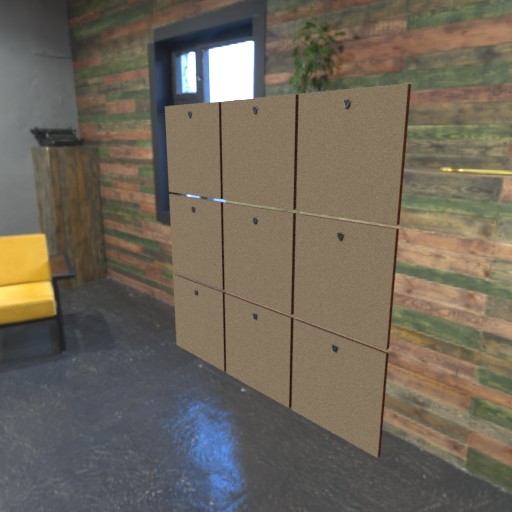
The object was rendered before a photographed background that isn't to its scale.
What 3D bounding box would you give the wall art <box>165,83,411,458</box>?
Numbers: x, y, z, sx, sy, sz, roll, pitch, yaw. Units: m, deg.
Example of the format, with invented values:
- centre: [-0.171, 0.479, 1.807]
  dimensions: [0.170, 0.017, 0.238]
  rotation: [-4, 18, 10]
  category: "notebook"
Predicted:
- centre: [0.000, 0.000, 1.342]
  dimensions: [0.018, 0.904, 0.906]
  rotation: [-14, 20, -42]
  category: "wall art"
